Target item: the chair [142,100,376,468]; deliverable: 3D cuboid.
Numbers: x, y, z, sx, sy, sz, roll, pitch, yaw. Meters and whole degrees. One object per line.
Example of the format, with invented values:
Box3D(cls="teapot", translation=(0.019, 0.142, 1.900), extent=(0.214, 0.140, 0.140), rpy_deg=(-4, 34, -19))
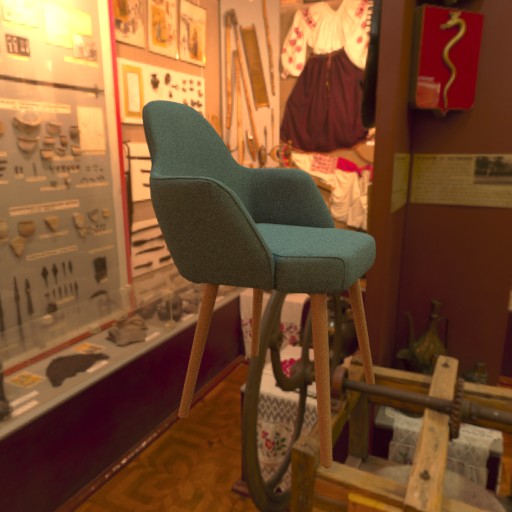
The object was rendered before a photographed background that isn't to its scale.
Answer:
Box3D(cls="chair", translation=(0.000, 0.000, 1.343), extent=(0.666, 0.920, 0.589), rpy_deg=(7, 15, 27))
